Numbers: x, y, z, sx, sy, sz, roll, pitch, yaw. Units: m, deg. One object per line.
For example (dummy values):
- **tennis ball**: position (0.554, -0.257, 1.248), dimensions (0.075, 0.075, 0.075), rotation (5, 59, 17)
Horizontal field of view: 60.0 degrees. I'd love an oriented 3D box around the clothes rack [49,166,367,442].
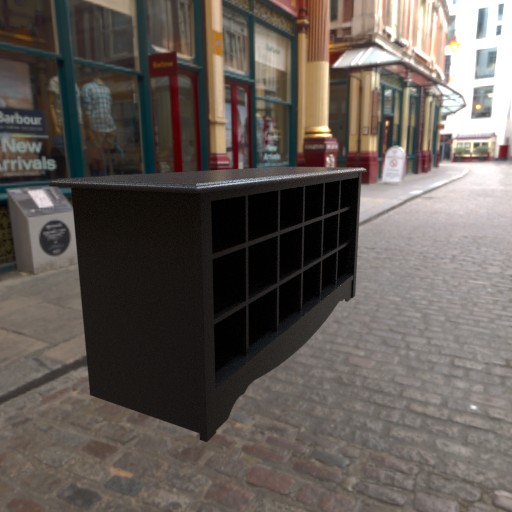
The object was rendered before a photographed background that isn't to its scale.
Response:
- **clothes rack**: position (0.000, 0.000, 1.487), dimensions (0.406, 0.556, 1.219), rotation (7, 15, 27)
